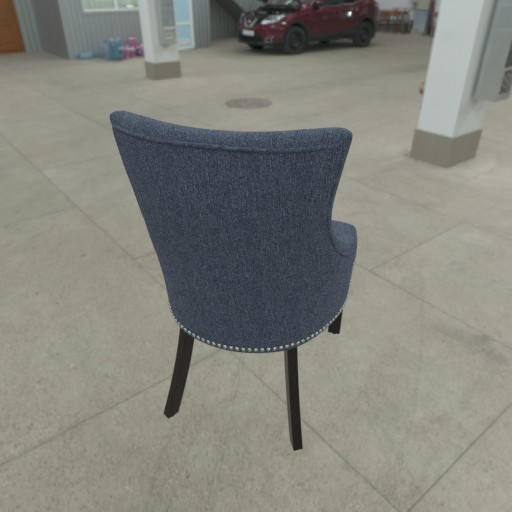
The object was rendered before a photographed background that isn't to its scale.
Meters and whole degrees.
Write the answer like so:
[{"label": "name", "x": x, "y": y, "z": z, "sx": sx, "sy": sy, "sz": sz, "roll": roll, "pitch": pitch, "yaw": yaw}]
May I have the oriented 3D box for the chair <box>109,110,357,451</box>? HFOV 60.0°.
[{"label": "chair", "x": 0.000, "y": 0.000, "z": 1.303, "sx": 0.566, "sy": 0.909, "sz": 0.629, "roll": 9, "pitch": 33, "yaw": 14}]
